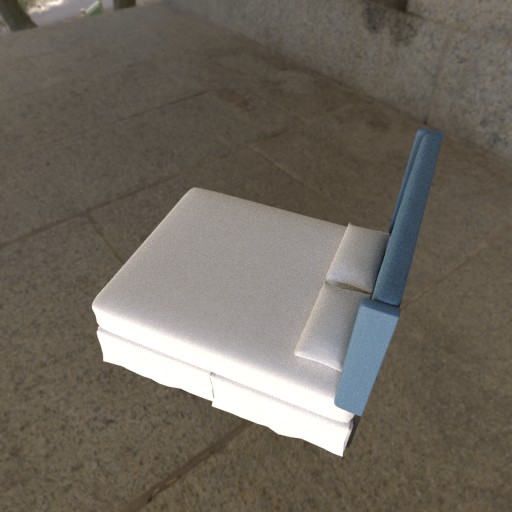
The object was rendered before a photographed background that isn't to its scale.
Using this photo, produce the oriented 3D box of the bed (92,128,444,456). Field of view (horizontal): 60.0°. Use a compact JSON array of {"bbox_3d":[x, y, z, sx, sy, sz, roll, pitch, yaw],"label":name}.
[{"bbox_3d":[0.000,0.000,3.327,2.078,1.665,1.719,17,48,16],"label":"bed"}]
